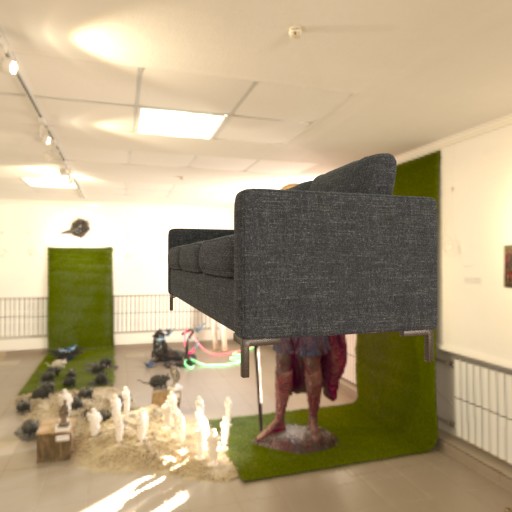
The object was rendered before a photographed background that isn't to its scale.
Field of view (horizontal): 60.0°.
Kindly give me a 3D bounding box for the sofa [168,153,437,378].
[{"bbox_3d":[0.000,0.000,2.714,0.859,0.874,2.218,0,-1,-18],"label":"sofa"}]
